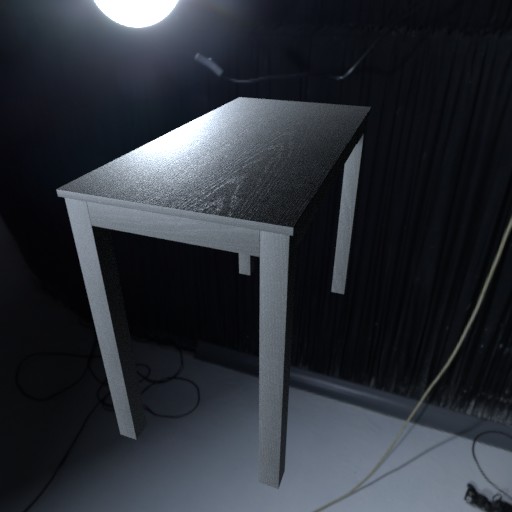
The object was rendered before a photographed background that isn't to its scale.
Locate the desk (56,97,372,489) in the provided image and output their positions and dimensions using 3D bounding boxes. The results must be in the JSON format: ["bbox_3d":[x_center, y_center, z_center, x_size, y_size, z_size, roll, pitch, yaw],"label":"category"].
[{"bbox_3d":[0.000,0.000,1.418,0.499,0.762,0.991,11,32,17],"label":"desk"}]
